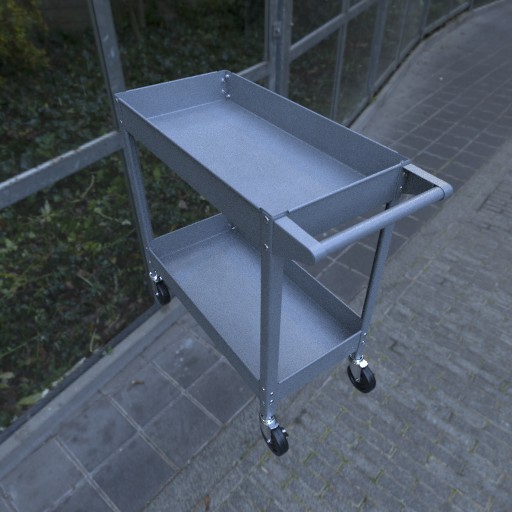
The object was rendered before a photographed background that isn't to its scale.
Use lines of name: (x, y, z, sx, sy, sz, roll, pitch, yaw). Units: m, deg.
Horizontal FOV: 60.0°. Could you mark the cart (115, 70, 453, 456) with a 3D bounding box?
cart: (0.000, 0.000, 1.190, 0.366, 0.719, 0.779, -24, 46, -26)
